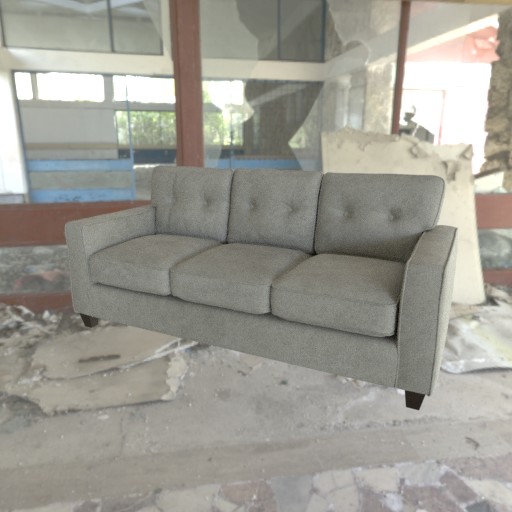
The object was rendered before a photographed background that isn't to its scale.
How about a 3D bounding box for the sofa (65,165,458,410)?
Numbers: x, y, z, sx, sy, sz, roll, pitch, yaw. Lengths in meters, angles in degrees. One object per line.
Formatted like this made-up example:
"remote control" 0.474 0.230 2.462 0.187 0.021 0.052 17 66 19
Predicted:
"sofa" 0.000 0.000 2.606 2.133 0.965 0.939 7 17 25
